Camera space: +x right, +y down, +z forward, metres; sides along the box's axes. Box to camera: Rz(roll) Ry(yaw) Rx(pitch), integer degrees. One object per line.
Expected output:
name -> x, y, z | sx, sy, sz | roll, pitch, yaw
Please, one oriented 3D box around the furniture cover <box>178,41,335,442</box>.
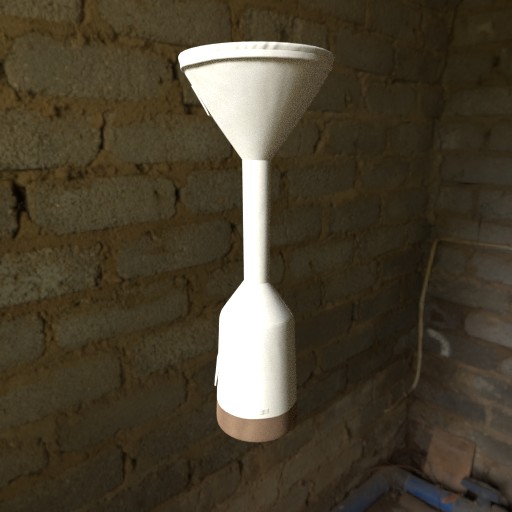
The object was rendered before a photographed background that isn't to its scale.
furniture cover -> 0.000, 0.000, 2.913 | 0.914, 2.413, 0.914 | 2, 15, 9
